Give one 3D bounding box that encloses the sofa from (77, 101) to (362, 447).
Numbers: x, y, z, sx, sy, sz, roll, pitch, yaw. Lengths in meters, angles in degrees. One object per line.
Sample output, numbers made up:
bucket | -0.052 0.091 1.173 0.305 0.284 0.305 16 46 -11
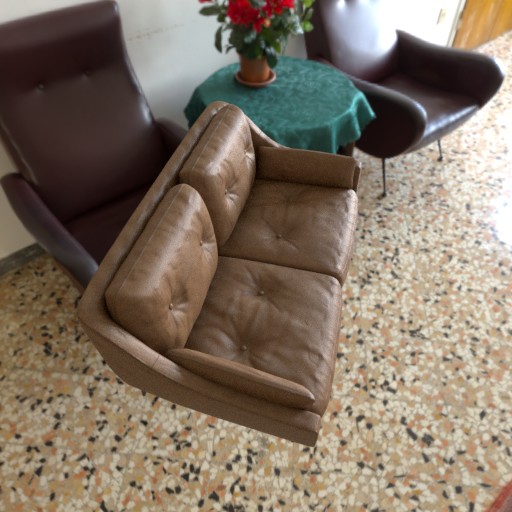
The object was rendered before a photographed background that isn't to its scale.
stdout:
sofa | 0.000 0.000 2.303 0.981 0.886 1.731 11 48 10
